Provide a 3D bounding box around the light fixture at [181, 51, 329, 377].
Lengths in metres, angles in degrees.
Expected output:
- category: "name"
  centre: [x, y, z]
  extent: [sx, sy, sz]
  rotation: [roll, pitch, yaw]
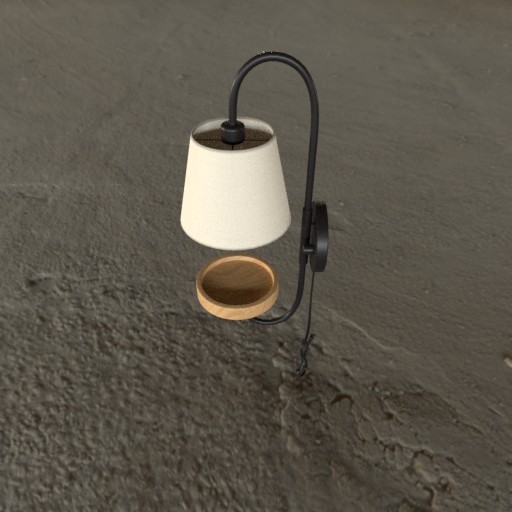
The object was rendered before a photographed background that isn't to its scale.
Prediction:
- category: "light fixture"
  centre: [0.000, 0.000, 0.948]
  extent: [0.299, 0.821, 0.220]
  rotation: [0, 39, 0]
